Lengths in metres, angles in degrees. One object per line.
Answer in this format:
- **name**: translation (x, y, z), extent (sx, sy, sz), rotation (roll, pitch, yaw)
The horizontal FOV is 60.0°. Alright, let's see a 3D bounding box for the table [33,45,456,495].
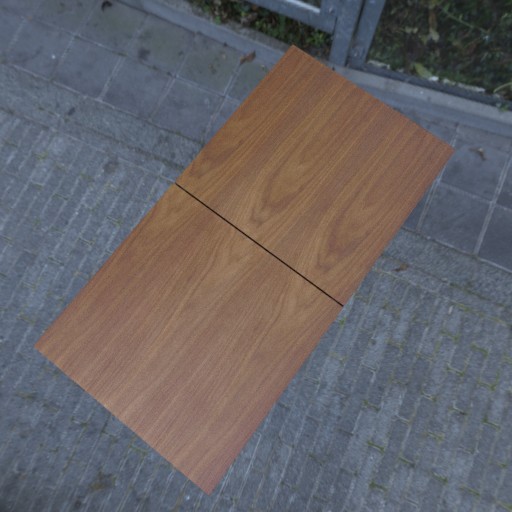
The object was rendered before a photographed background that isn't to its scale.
- **table**: translation (0.000, 0.000, 1.429), extent (0.610, 0.330, 1.194), rotation (36, 79, 8)
